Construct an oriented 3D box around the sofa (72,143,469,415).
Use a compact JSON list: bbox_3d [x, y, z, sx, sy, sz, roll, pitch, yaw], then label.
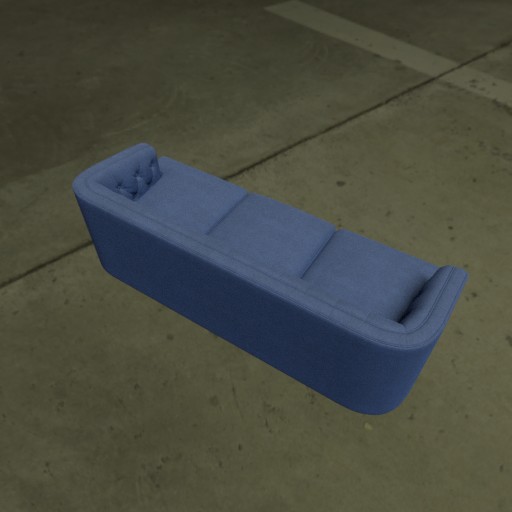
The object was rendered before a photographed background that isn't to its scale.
[{"bbox_3d":[0.000,0.000,2.678,2.235,0.787,0.914,25,52,22],"label":"sofa"}]
